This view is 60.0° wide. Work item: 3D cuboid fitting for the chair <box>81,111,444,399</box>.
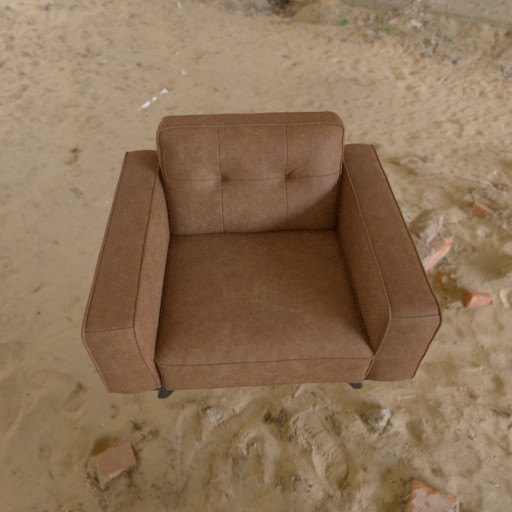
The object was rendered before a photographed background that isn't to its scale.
[{"bbox_3d":[0.000,0.000,1.740,1.118,0.782,0.952,-2,47,-2],"label":"chair"}]
